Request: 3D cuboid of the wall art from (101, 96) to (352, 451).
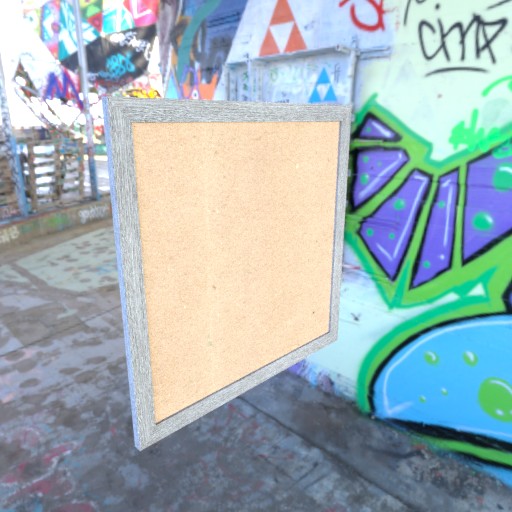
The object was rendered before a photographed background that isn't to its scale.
[{"bbox_3d":[0.000,0.000,1.042,0.685,0.685,0.020,-16,23,-42],"label":"wall art"}]
